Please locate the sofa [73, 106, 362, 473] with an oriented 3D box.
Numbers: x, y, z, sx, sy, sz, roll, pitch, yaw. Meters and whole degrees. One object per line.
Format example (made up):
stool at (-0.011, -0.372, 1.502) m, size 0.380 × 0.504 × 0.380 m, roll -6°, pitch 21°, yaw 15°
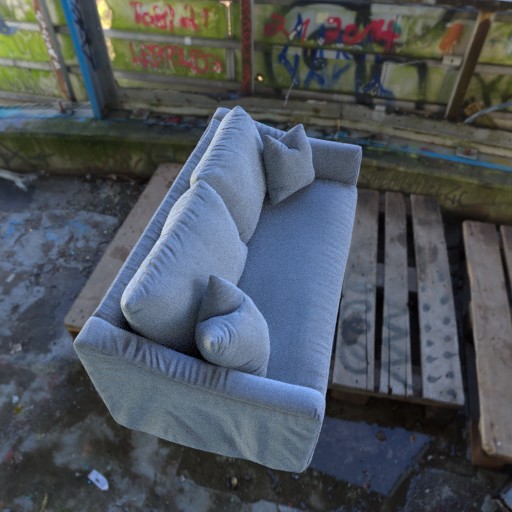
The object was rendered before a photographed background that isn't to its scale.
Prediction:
sofa at (0.000, 0.000, 2.616) m, size 1.072 × 1.018 × 2.010 m, roll 10°, pitch 47°, yaw 10°
